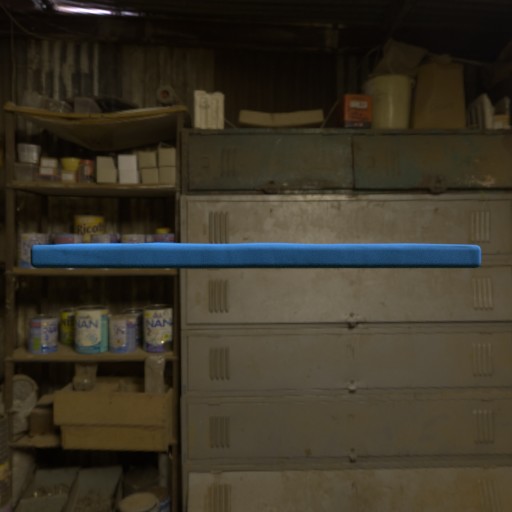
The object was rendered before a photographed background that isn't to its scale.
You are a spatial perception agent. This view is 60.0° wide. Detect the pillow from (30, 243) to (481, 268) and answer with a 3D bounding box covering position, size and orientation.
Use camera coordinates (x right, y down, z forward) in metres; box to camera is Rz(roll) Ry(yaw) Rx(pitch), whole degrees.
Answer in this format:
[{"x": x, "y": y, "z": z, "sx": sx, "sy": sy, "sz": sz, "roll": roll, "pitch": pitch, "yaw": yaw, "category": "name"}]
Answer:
[{"x": 0.000, "y": 0.000, "z": 1.355, "sx": 1.187, "sy": 0.081, "sz": 0.492, "roll": 0, "pitch": 2, "yaw": 0, "category": "pillow"}]
